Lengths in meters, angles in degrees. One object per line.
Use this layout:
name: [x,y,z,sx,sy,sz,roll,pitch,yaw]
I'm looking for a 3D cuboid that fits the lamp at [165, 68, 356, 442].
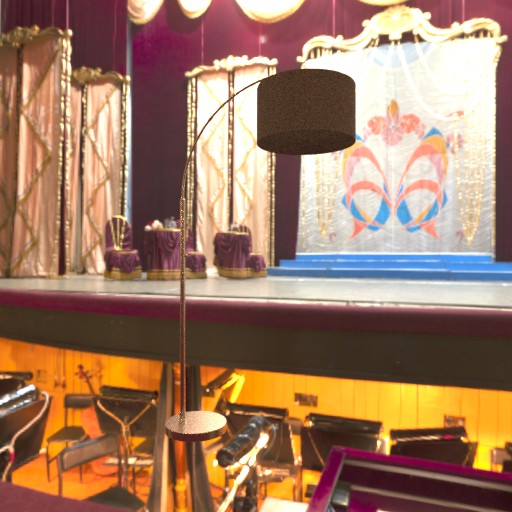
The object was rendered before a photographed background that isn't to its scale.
lamp: [0.000,0.000,2.123,0.934,1.735,0.452,0,0,18]
